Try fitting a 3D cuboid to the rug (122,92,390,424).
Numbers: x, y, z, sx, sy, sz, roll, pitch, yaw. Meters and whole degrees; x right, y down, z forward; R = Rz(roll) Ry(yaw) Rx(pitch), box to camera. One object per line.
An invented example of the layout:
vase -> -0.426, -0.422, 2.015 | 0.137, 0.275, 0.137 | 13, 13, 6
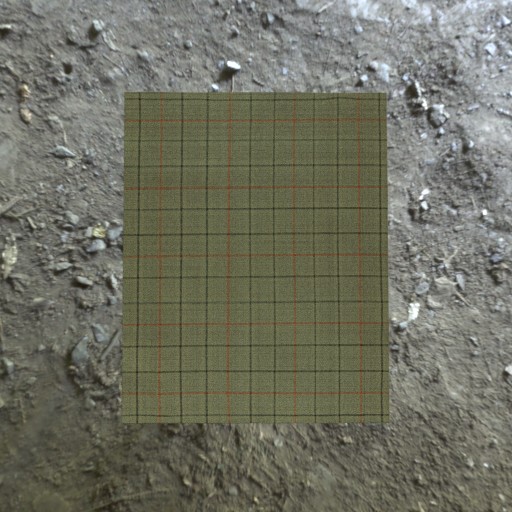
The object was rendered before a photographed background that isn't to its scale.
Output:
rug -> 0.000, 0.000, 4.078 | 2.444, 0.012, 3.048 | 0, 88, 0
